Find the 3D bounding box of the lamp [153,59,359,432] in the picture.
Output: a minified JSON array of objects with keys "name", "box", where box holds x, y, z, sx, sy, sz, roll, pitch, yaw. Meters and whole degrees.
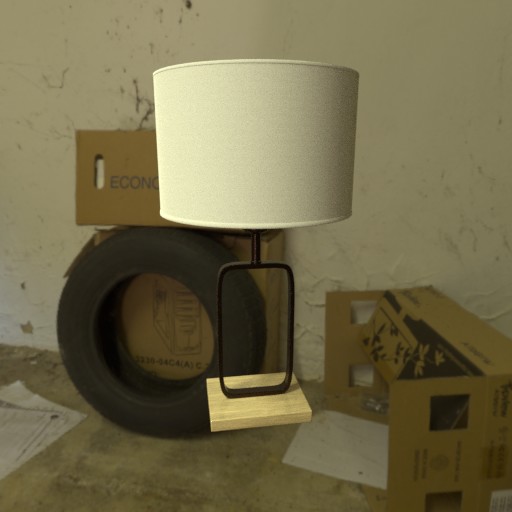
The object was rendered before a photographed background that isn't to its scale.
[{"name":"lamp","box":[0.000,0.000,0.675,0.279,0.508,0.279,-2,14,-9]}]
